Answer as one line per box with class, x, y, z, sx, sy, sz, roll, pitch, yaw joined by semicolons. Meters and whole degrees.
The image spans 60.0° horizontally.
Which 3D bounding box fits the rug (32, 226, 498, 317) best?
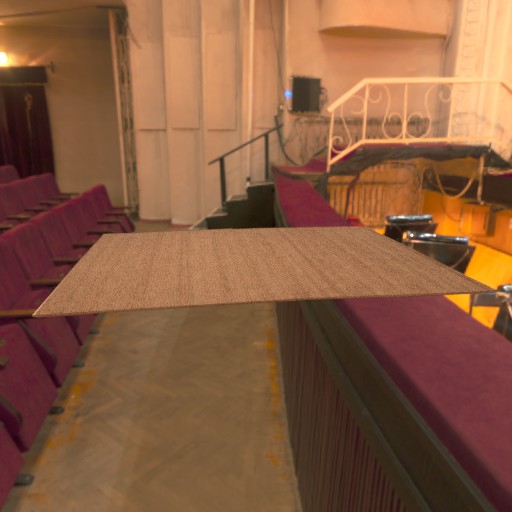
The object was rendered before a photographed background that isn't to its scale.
rug;0.000;0.000;4.901;3.778;0.053;2.873;-2;15;-8
